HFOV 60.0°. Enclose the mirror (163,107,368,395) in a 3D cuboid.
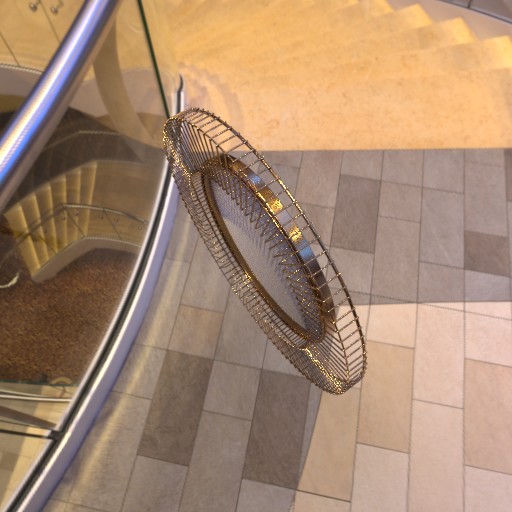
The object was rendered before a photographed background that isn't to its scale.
[{"bbox_3d":[0.000,0.000,1.022,0.067,0.703,0.703,-32,69,-14],"label":"mirror"}]
